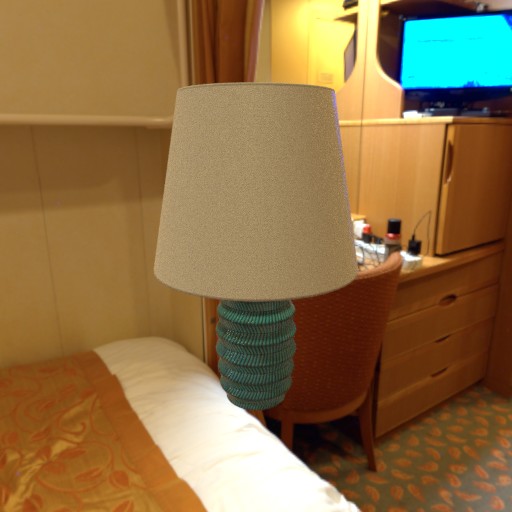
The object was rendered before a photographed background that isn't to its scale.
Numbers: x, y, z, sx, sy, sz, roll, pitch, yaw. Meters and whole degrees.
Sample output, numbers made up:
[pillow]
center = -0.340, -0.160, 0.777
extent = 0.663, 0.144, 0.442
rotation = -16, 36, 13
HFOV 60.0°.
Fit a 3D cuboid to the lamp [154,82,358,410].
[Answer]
[lamp]
center = 0.000, 0.000, 0.561
extent = 0.254, 0.392, 0.254
rotation = 0, 15, 0
